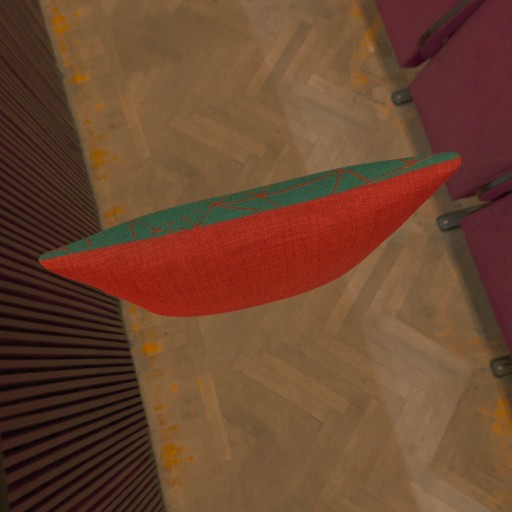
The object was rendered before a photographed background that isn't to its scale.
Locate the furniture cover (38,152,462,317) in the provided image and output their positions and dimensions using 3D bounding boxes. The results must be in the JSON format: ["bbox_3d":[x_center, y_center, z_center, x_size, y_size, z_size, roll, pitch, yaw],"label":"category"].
[{"bbox_3d":[0.000,0.000,0.767,0.517,0.508,0.158,-14,77,-3],"label":"furniture cover"}]
